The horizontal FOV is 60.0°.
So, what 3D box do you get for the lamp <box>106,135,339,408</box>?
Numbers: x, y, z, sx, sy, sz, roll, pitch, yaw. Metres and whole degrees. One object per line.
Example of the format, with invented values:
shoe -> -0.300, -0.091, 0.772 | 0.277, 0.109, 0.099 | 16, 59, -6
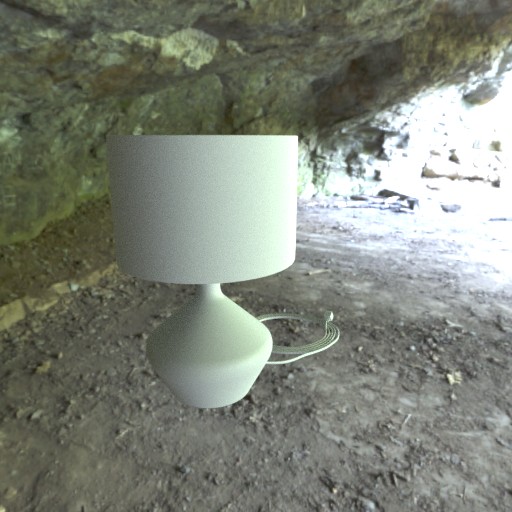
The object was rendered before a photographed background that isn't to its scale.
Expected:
lamp -> 0.000, 0.000, 0.875 | 0.546, 0.457, 0.401 | -8, 17, -27
